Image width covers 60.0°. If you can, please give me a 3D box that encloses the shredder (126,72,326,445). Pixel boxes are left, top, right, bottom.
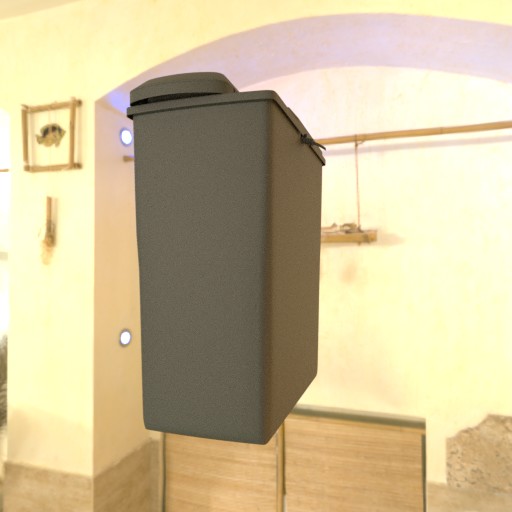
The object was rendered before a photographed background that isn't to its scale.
[{"bbox_3d":[0.000,0.000,0.526,0.170,0.335,0.320,0,-1,18],"label":"shredder"}]
